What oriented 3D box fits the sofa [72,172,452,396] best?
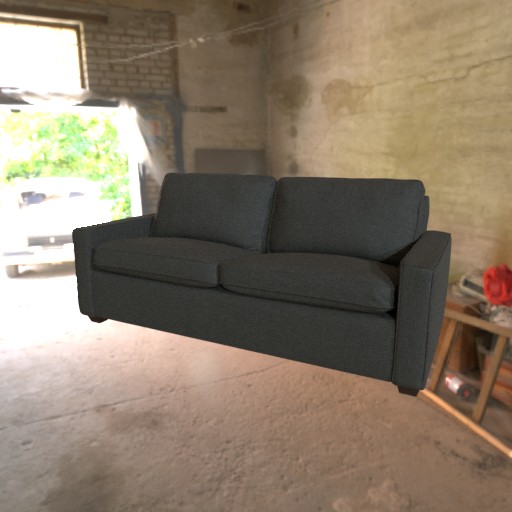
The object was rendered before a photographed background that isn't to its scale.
[{"bbox_3d":[0.000,0.000,2.619,2.080,0.919,0.940,7,15,26],"label":"sofa"}]
